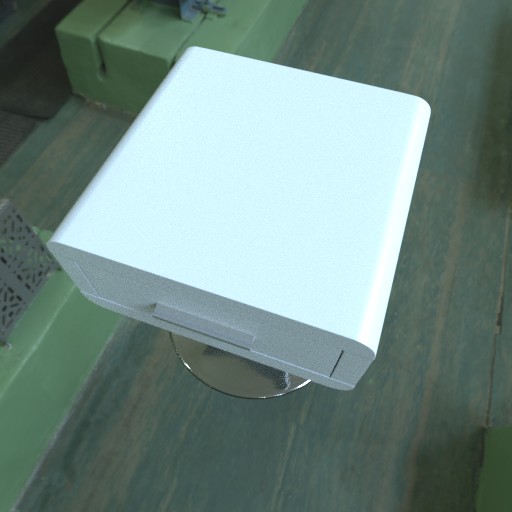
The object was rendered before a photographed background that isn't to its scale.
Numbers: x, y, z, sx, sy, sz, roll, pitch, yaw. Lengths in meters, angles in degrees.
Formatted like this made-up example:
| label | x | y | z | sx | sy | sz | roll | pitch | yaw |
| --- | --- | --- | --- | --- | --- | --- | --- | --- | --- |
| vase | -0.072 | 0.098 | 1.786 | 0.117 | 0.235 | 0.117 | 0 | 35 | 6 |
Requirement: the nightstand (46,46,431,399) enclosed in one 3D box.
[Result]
| label | x | y | z | sx | sy | sz | roll | pitch | yaw |
| --- | --- | --- | --- | --- | --- | --- | --- | --- | --- |
| nightstand | 0.000 | 0.000 | 0.755 | 0.399 | 0.447 | 0.404 | 17 | 60 | 10 |
